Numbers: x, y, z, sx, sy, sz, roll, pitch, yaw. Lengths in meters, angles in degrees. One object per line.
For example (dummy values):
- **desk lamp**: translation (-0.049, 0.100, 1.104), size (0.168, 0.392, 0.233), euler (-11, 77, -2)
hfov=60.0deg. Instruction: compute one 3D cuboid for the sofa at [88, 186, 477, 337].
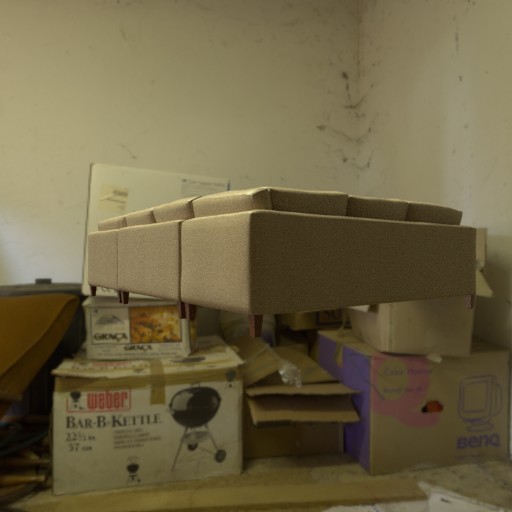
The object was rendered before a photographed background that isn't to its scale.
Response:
- **sofa**: translation (0.000, 0.000, 4.711), size (2.594, 0.961, 3.460), euler (0, 0, -36)
